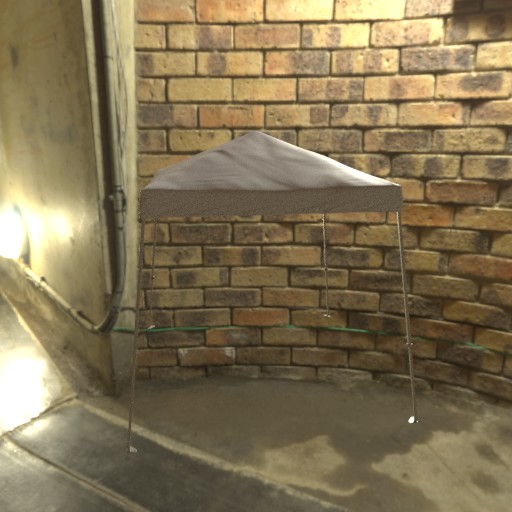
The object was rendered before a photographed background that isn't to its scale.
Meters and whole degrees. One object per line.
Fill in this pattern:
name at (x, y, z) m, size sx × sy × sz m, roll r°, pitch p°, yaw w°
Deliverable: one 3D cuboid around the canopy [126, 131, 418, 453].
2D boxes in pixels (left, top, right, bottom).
canopy at (0.000, 0.000, 6.622) m, size 3.599 × 3.600 × 3.600 m, roll -2°, pitch 15°, yaw -9°
